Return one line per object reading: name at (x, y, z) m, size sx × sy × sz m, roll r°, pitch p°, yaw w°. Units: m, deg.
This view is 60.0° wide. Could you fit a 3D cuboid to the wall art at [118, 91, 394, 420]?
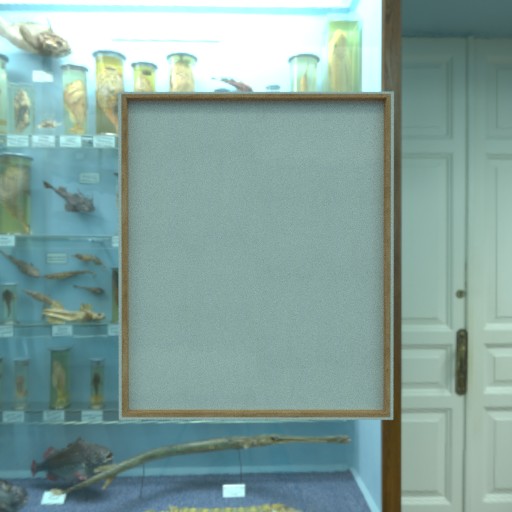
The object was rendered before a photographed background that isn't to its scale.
wall art at (0.000, 0.000, 0.835) m, size 0.508 × 0.606 × 0.037 m, roll 0°, pitch 0°, yaw 0°
